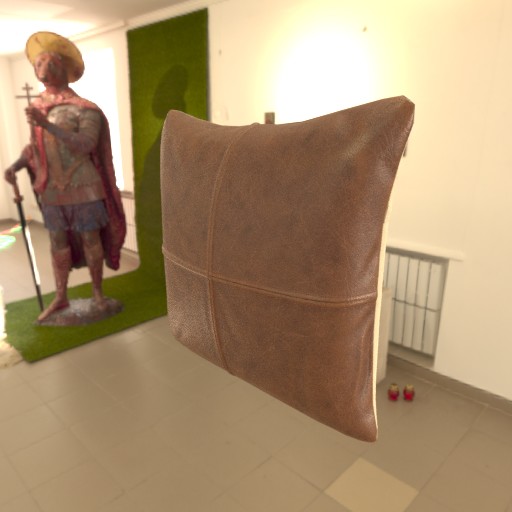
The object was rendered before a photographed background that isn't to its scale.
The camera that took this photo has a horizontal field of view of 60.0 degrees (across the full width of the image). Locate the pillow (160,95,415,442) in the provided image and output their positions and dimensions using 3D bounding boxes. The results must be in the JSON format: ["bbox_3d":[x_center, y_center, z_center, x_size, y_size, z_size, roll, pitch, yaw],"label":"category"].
[{"bbox_3d":[0.000,0.000,0.716,0.484,0.470,0.192,15,22,42],"label":"pillow"}]
